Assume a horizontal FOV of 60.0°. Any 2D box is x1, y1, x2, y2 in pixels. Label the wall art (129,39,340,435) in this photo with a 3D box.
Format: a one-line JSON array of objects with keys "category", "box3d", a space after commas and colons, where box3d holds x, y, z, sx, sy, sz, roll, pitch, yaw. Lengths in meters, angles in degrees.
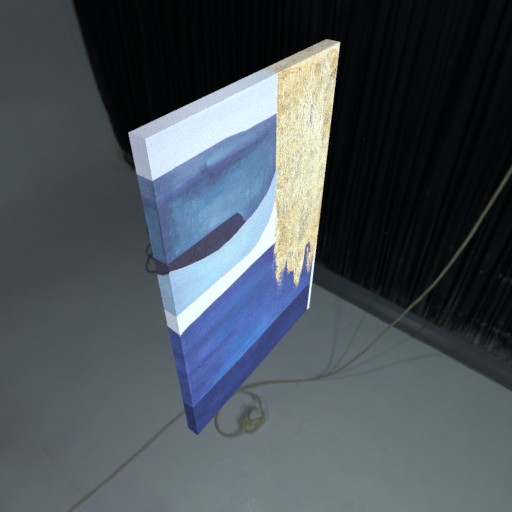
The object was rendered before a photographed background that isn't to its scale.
[{"category": "wall art", "box3d": [0.000, 0.000, 1.153, 0.039, 0.911, 0.607, 26, 47, 26]}]
